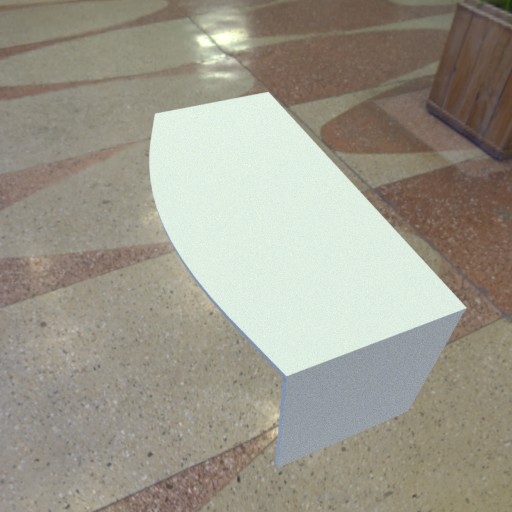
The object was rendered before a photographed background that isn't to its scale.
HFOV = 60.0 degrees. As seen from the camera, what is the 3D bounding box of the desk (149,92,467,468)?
[{"bbox_3d":[0.000,0.000,2.094,0.802,0.750,1.600,-16,48,-15],"label":"desk"}]
